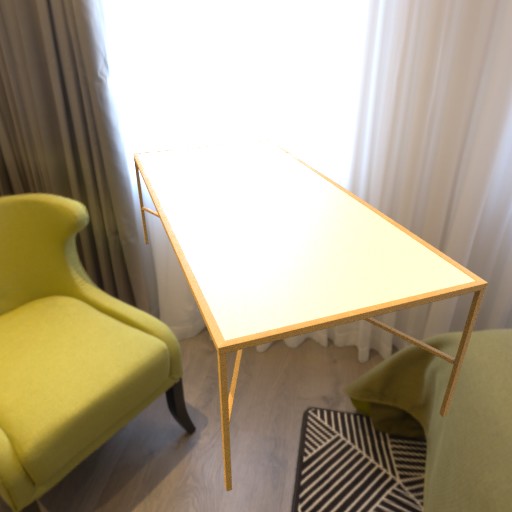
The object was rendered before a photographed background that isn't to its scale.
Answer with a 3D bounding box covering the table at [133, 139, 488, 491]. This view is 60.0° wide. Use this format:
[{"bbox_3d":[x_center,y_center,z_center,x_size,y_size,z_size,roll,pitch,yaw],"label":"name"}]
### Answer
[{"bbox_3d":[0.000,0.000,1.422,0.580,0.398,1.206,-10,31,-18],"label":"table"}]
